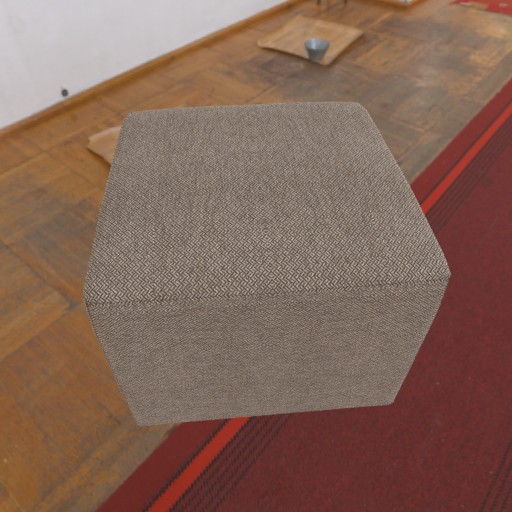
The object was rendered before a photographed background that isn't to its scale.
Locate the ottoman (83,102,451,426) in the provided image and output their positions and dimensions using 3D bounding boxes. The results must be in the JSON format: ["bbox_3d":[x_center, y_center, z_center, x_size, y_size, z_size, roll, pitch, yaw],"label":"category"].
[{"bbox_3d":[0.000,0.000,0.902,0.519,0.453,0.512,-4,46,-4],"label":"ottoman"}]
